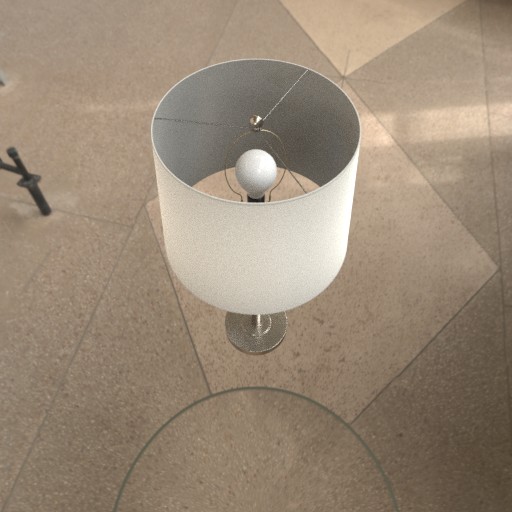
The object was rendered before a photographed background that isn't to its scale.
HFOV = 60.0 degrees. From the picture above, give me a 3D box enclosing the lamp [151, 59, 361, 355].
[{"bbox_3d":[0.000,0.000,0.882,0.333,0.696,0.333,0,58,0],"label":"lamp"}]
